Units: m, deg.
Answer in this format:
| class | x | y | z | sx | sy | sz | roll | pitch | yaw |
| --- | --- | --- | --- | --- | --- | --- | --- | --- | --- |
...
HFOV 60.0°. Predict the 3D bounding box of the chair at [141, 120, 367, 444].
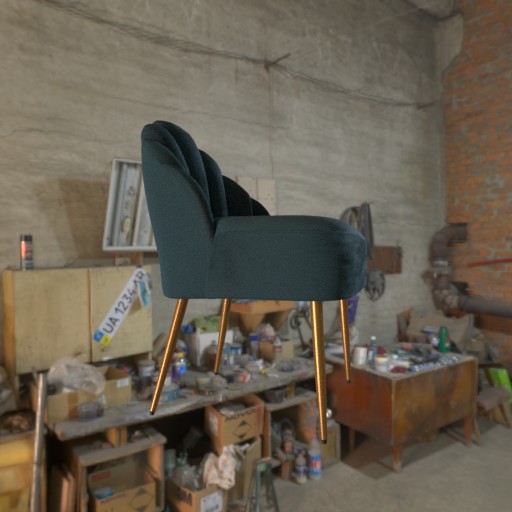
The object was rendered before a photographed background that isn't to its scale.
| class | x | y | z | sx | sy | sz | roll | pitch | yaw |
| --- | --- | --- | --- | --- | --- | --- | --- | --- | --- |
| chair | 0.000 | 0.000 | 1.274 | 0.599 | 0.819 | 0.657 | 0 | -1 | 18 |
